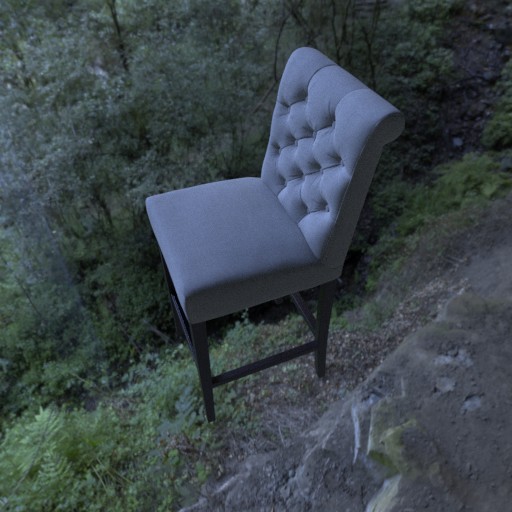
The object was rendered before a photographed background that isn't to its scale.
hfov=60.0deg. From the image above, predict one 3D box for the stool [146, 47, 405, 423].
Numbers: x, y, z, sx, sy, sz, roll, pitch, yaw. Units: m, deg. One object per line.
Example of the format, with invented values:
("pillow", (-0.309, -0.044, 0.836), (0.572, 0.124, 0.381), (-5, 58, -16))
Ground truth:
("stool", (0.000, 0.000, 1.485), (0.601, 1.140, 0.493), (-16, 47, -16))
